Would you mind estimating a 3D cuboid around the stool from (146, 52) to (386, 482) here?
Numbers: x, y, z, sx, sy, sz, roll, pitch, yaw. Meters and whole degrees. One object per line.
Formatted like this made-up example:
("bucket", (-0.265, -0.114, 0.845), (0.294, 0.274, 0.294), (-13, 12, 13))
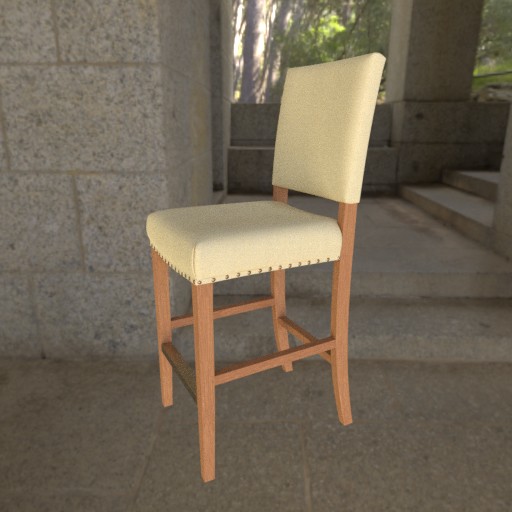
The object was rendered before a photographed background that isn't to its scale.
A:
("stool", (0.000, 0.000, 1.410), (0.584, 1.168, 0.445), (-9, 19, -27))
